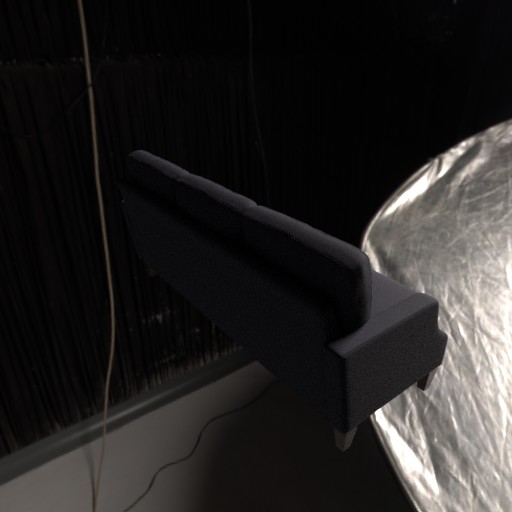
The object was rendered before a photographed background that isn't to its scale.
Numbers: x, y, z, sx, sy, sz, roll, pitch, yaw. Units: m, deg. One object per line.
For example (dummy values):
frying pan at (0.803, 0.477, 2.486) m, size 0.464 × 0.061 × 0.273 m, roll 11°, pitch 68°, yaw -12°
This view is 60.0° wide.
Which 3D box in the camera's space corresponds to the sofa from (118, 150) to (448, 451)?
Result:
sofa at (0.000, 0.000, 2.663) m, size 0.888 × 0.984 × 2.115 m, roll -19°, pitch 33°, yaw -33°
